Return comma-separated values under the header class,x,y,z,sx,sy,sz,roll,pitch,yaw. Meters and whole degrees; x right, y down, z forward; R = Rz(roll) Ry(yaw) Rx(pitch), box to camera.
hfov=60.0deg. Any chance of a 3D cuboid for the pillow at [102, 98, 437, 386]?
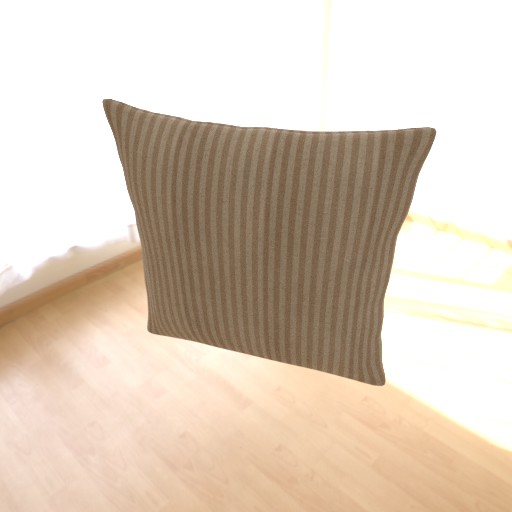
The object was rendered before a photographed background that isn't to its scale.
class,x,y,z,sx,sy,sz,roll,pitch,yaw
pillow,0.000,0.000,0.792,0.523,0.510,0.166,10,34,15
